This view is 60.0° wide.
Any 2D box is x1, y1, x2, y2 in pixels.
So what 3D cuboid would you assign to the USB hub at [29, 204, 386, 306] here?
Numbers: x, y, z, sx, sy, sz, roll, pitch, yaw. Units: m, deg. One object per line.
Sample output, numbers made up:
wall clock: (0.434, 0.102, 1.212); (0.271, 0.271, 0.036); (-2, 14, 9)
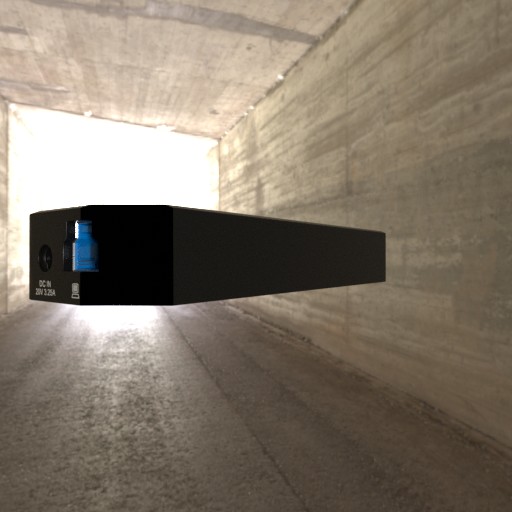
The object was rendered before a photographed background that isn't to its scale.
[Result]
USB hub: (0.000, 0.000, 0.161); (0.044, 0.023, 0.145); (0, 0, 37)
